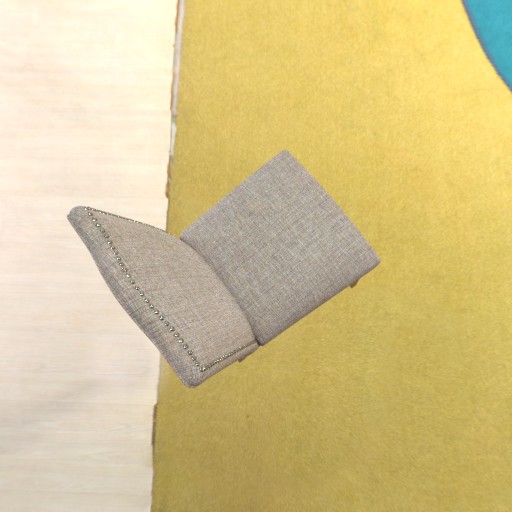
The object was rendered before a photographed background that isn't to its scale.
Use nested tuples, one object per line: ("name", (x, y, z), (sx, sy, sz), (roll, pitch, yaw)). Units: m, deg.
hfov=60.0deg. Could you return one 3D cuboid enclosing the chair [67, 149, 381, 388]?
("chair", (0.000, 0.000, 1.358), (0.660, 1.016, 0.513), (-37, 79, -8))
